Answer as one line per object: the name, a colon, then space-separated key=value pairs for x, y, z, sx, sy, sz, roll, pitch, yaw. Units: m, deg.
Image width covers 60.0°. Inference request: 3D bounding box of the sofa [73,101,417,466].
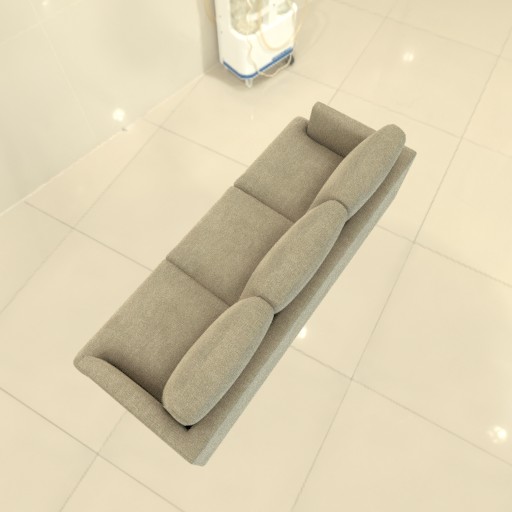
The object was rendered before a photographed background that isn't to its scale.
sofa: x=0.000 y=0.000 z=2.693 sx=0.903 sy=0.930 sz=2.246 roll=33 pitch=68 yaw=15
